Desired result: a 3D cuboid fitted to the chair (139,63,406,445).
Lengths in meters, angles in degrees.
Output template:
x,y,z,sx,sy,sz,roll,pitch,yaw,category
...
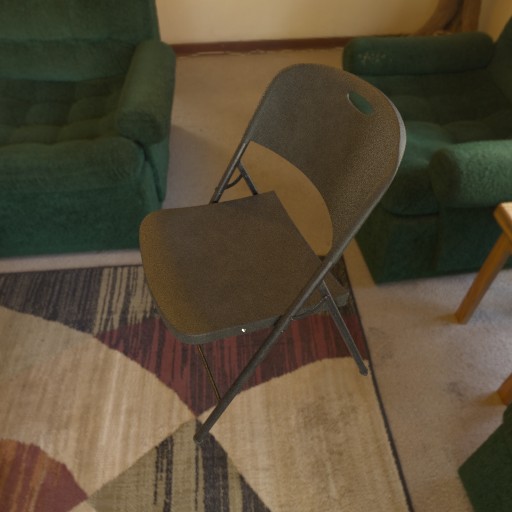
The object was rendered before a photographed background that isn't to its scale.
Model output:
x,y,z,sx,sy,sz,roll,pitch,yaw,category
0.000,0.000,1.149,0.566,0.810,0.494,-17,49,-15,chair
